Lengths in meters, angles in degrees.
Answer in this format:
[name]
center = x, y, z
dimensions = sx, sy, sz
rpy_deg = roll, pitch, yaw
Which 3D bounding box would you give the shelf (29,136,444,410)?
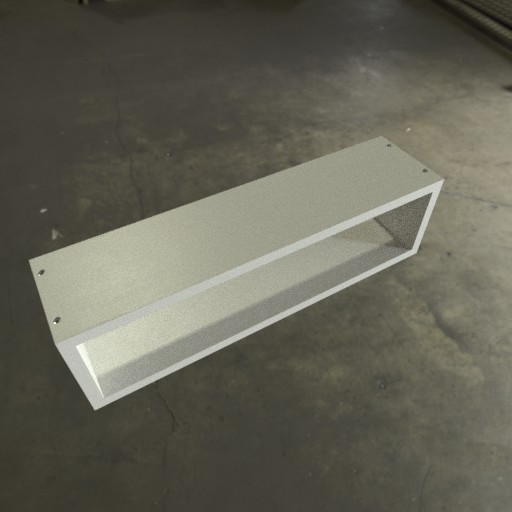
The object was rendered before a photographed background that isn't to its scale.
[shelf]
center = 0.000, 0.000, 0.709
dimensions = 0.610, 0.170, 0.150
rpy_deg = -23, 51, -20
